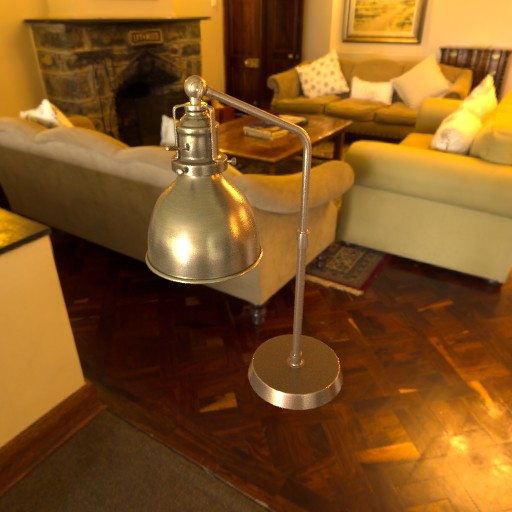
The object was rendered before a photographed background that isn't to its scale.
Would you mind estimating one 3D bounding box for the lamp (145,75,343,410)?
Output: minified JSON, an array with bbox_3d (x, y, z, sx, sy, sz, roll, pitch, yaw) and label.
[{"bbox_3d":[0.000,0.000,0.594,0.286,0.456,0.153,-8,30,-14],"label":"lamp"}]
